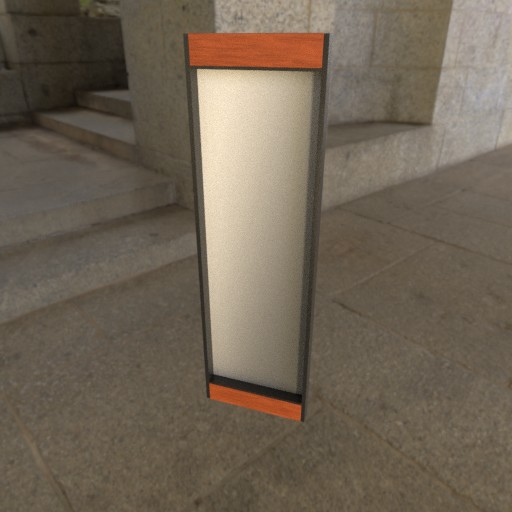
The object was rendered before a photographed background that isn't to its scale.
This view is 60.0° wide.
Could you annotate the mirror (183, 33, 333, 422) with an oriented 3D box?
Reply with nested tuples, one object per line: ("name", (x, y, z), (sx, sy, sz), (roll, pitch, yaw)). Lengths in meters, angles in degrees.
("mirror", (0.000, 0.000, 1.250), (0.343, 1.123, 0.047), (8, 28, 17))
